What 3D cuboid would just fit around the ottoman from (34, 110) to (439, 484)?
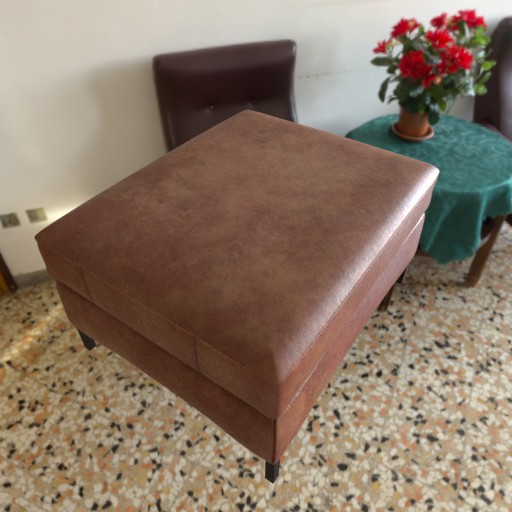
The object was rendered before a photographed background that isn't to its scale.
[{"bbox_3d":[0.000,0.000,1.753,0.965,0.667,1.186,25,48,25],"label":"ottoman"}]
